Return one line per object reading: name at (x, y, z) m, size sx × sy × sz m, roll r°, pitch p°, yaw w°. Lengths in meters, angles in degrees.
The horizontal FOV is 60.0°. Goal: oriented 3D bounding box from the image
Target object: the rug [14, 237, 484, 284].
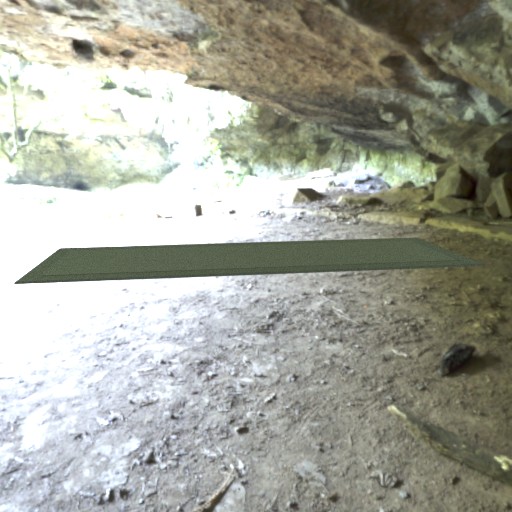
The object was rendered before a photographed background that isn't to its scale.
rug at (0.000, 0.000, 2.629) m, size 2.430 × 0.012 × 0.759 m, roll -2°, pitch 14°, yaw -8°
